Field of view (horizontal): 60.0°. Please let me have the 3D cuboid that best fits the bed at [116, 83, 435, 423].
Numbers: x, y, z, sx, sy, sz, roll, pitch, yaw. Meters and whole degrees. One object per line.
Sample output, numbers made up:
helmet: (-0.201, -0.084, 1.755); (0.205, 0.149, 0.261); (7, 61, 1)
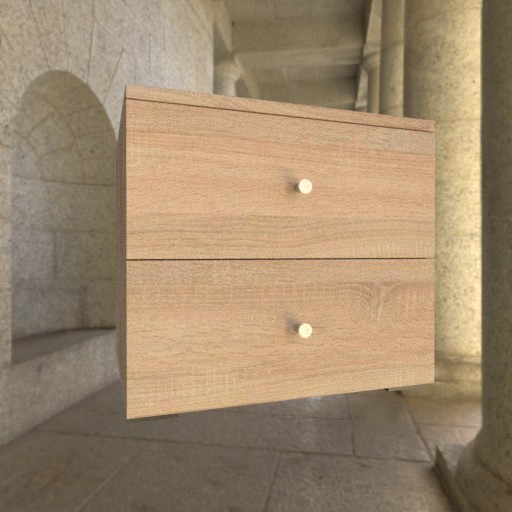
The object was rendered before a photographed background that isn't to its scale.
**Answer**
bed: (0.000, 0.000, 0.783); (0.460, 0.420, 0.401); (0, 0, -19)
